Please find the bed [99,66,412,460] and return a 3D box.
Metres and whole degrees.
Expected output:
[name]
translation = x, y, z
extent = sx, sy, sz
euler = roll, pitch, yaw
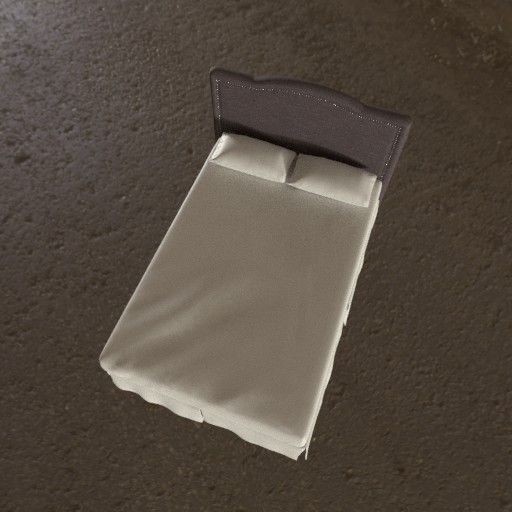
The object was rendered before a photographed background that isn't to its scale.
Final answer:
[bed]
translation = 0.000, 0.000, 3.536
extent = 1.741, 1.441, 2.507
euler = 18, 63, 10
